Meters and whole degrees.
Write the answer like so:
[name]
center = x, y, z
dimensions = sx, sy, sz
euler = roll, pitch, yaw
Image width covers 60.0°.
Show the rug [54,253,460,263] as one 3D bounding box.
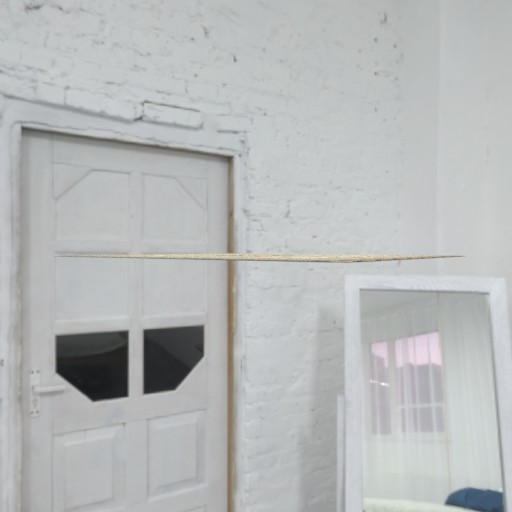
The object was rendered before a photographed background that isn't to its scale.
[rug]
center = 0.000, 0.000, 4.289
dimensions = 3.221, 0.011, 2.379
euler = 1, 1, 38
